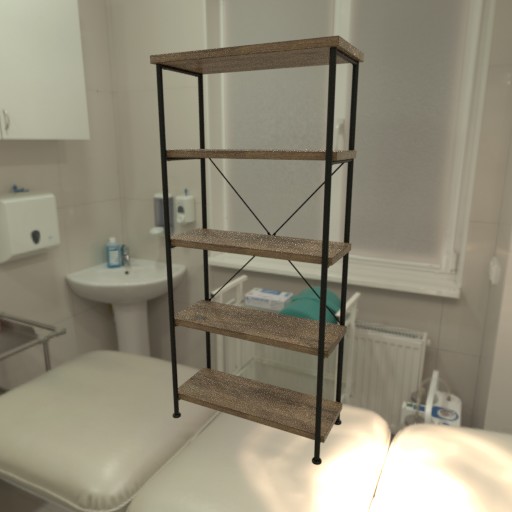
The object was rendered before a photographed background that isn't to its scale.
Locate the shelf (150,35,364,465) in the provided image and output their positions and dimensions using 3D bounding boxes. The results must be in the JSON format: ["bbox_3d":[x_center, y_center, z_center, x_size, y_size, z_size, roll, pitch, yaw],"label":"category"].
[{"bbox_3d":[0.000,0.000,2.024,0.800,1.700,0.360,7,16,26],"label":"shelf"}]
